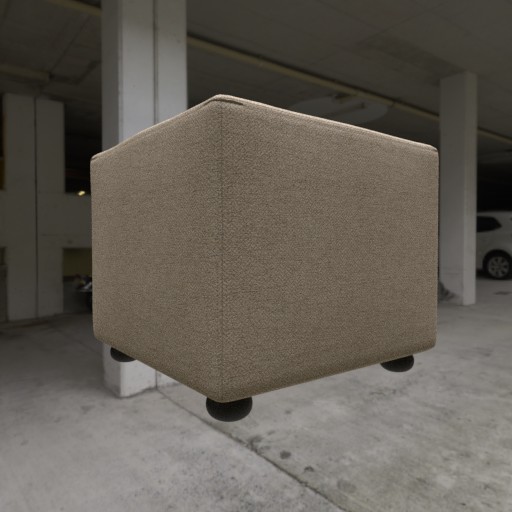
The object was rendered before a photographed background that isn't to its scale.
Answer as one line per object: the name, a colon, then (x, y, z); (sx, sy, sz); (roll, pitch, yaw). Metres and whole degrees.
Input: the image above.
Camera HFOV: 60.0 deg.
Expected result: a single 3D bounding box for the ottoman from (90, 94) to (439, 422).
ottoman: (0.000, 0.000, 0.874); (0.508, 0.432, 0.508); (-1, 2, -37)
